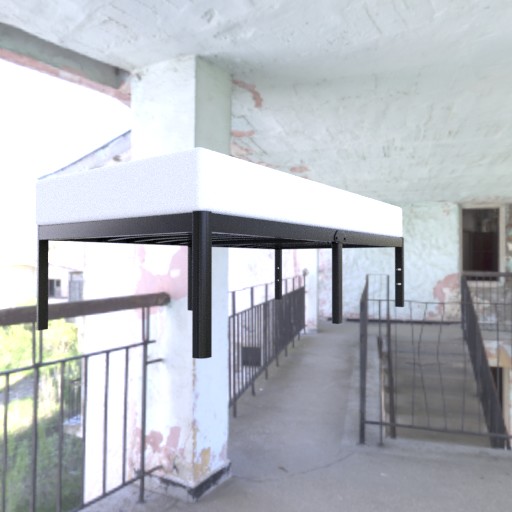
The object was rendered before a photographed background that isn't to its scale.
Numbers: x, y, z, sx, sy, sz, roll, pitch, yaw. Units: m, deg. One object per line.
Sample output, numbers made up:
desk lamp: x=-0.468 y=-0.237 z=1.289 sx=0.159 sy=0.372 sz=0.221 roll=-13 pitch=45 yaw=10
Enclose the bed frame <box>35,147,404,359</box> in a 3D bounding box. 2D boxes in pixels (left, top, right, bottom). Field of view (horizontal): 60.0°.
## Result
bed frame: x=0.000 y=0.000 z=2.437 sx=1.023 sy=0.659 sz=1.950 roll=0 pitch=-1 yaw=36
